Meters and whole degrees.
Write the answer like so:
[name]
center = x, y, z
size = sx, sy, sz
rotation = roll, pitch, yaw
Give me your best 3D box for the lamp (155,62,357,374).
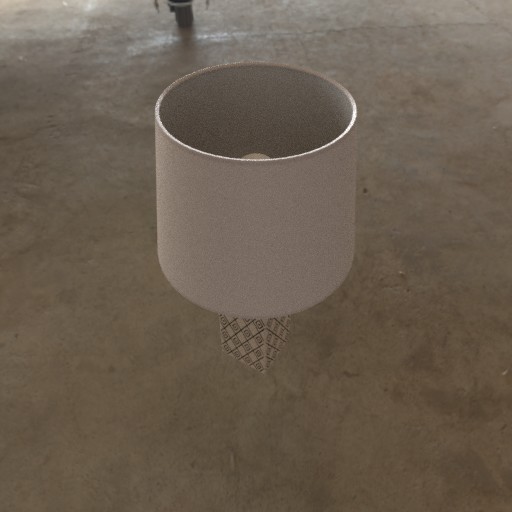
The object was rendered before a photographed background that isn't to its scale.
[lamp]
center = 0.000, 0.000, 0.596
size = 0.251, 0.435, 0.251
rotation = 0, 46, 0
